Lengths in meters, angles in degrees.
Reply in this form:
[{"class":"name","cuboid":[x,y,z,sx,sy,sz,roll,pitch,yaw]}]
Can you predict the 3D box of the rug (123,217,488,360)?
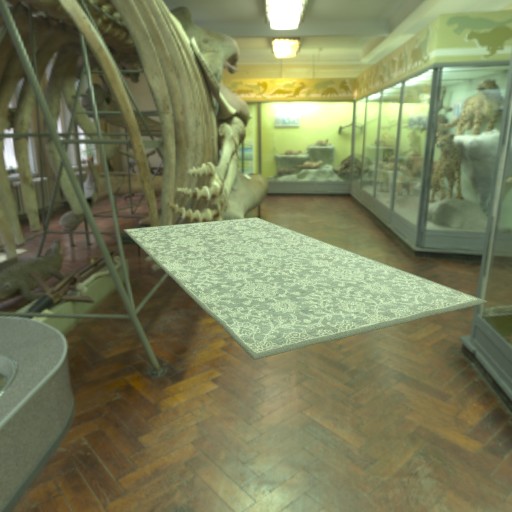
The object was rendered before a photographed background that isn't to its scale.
[{"class":"rug","cuboid":[0.000,0.000,3.604,1.546,0.011,3.048,-8,17,-26]}]
